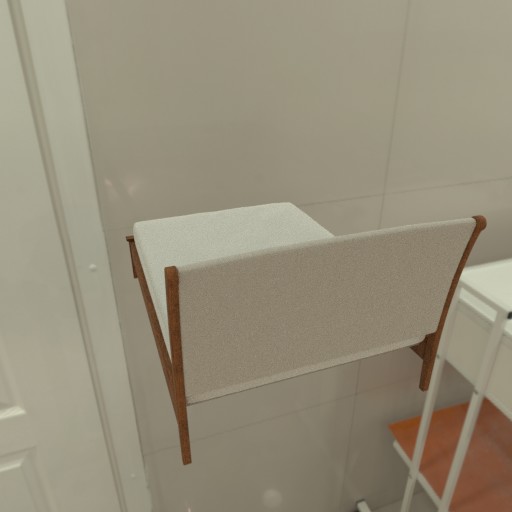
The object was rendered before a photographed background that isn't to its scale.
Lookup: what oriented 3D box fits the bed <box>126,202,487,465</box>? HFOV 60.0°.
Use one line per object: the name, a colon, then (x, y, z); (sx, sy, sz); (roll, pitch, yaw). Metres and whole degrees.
bed: (0.000, 0.000, 2.908); (1.502, 1.135, 2.108); (-9, 28, -18)
